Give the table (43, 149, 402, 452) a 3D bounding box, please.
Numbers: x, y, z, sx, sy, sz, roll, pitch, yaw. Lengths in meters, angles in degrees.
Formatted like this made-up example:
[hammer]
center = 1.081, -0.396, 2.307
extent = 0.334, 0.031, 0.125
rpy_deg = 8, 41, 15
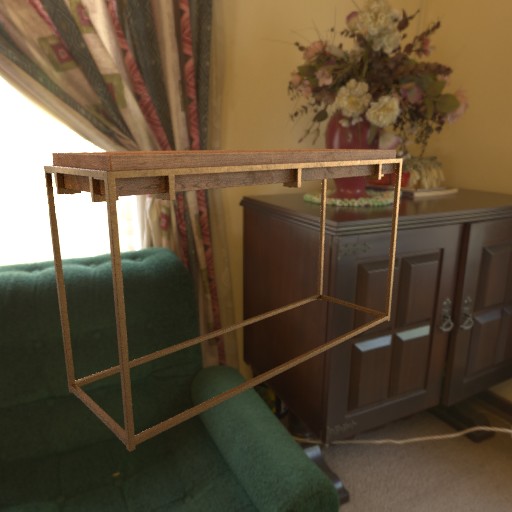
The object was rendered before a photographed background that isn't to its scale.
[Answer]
[table]
center = 0.000, 0.000, 1.775
extent = 1.400, 0.820, 0.440
rpy_deg = -13, 19, -42
